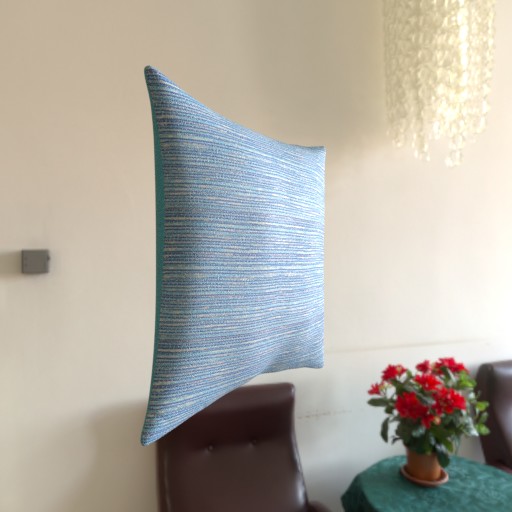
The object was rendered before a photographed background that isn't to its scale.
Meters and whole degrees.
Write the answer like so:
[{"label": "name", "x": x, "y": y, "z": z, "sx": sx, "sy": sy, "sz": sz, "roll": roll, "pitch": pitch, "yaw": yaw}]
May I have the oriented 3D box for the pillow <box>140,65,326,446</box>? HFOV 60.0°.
[{"label": "pillow", "x": 0.000, "y": 0.000, "z": 0.781, "sx": 0.150, "sy": 0.497, "sz": 0.514, "roll": 0, "pitch": 0, "yaw": 35}]
